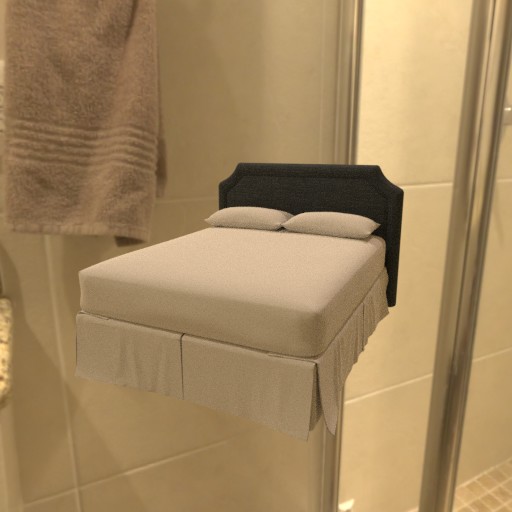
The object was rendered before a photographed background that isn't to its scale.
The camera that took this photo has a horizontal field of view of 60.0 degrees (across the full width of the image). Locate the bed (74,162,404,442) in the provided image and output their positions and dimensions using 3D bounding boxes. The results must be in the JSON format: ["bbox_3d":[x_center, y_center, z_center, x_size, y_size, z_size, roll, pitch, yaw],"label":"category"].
[{"bbox_3d":[0.000,0.000,3.364,1.828,1.297,2.208,7,15,25],"label":"bed"}]
